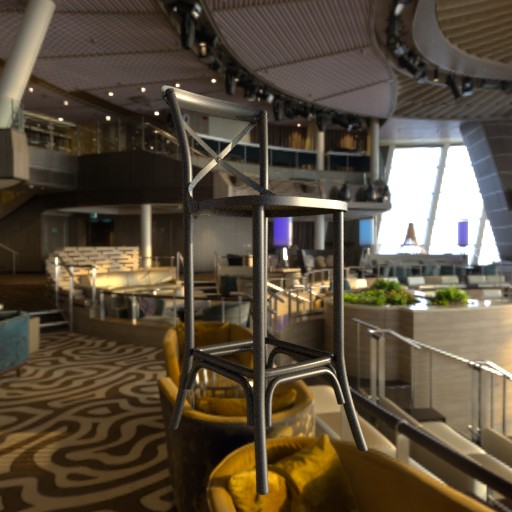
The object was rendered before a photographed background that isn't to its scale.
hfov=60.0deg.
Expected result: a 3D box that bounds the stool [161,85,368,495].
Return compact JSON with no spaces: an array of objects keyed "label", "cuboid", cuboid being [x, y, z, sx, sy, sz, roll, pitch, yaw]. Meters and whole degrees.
[{"label":"stool","cuboid":[0.000,0.000,1.433,0.457,1.168,0.584,-1,1,-37]}]
